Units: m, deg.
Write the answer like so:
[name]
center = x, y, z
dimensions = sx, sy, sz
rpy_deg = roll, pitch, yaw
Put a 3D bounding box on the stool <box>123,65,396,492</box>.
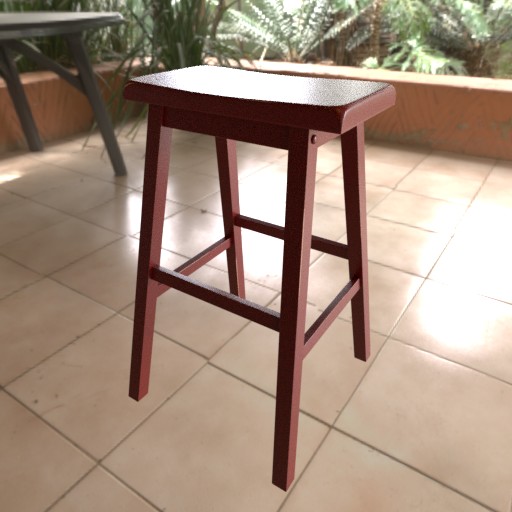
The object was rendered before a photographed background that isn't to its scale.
[stool]
center = 0.000, 0.000, 0.993
dimensions = 0.457, 0.737, 0.476
rpy_deg = 18, 35, 28
